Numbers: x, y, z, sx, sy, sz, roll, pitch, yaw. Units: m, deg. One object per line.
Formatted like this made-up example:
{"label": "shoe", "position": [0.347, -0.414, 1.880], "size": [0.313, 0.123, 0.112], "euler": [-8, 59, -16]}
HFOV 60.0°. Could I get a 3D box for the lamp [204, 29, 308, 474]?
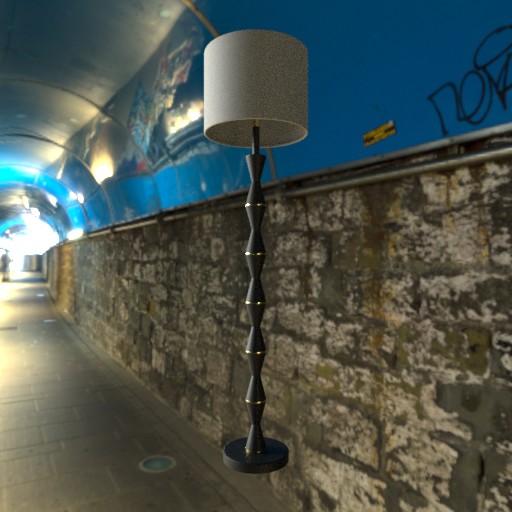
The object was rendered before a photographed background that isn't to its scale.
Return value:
{"label": "lamp", "position": [0.000, 0.000, 1.630], "size": [0.381, 1.480, 0.381], "euler": [0, -1, -18]}
